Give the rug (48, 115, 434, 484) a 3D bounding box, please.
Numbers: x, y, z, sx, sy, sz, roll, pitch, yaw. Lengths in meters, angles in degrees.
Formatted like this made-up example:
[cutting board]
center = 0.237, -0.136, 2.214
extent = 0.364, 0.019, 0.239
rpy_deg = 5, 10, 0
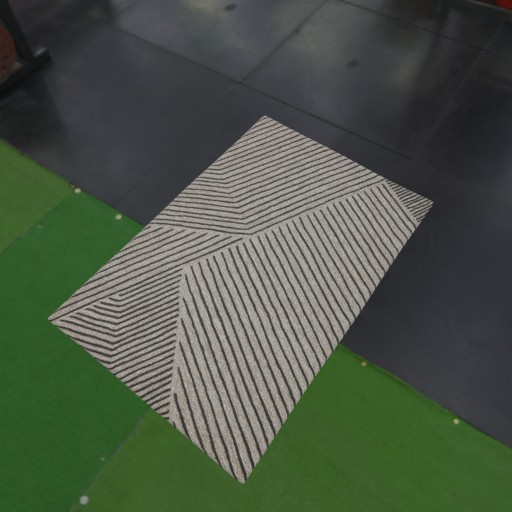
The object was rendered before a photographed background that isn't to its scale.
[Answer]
[rug]
center = 0.000, 0.000, 2.406
extent = 1.237, 0.019, 1.842
rpy_deg = 33, 64, 18
